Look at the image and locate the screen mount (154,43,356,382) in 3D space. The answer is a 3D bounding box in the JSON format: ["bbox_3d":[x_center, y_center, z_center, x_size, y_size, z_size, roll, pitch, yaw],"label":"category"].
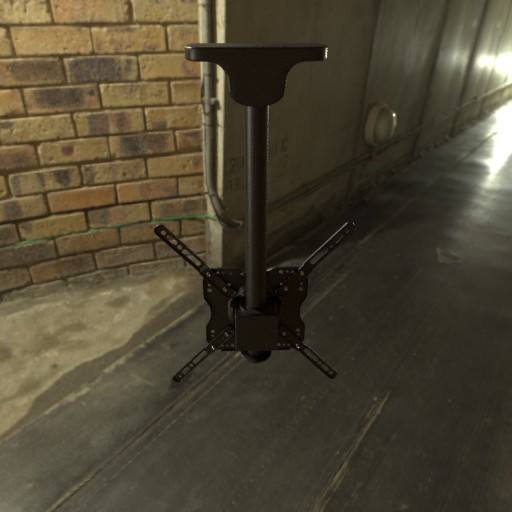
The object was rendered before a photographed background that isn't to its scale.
[{"bbox_3d":[0.000,0.000,0.844,0.393,0.729,0.090,-1,29,-1],"label":"screen mount"}]
